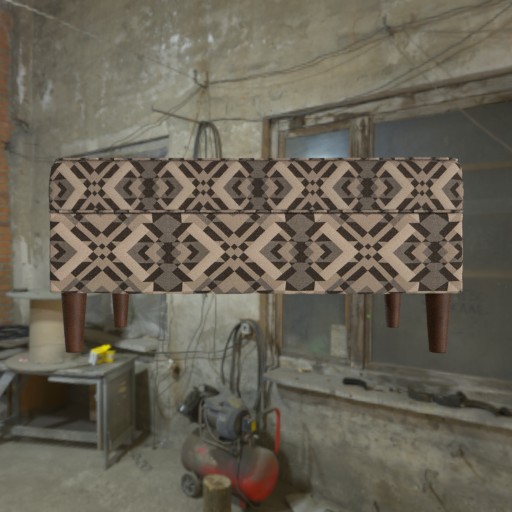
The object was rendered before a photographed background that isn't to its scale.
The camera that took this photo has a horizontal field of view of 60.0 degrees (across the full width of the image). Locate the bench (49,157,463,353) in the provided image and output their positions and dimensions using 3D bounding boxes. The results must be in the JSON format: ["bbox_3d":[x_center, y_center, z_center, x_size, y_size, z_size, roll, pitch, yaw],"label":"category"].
[{"bbox_3d":[0.000,0.000,1.299,1.016,0.477,0.492,0,0,0],"label":"bench"}]
